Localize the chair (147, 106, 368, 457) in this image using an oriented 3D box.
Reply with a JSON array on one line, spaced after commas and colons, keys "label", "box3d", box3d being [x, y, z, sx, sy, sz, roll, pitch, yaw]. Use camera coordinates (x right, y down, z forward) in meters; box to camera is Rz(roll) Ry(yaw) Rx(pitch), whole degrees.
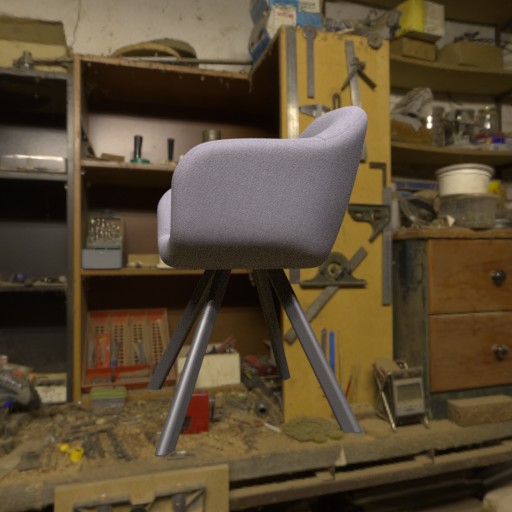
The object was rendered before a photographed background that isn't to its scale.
[{"label": "chair", "box3d": [0.000, 0.000, 1.184, 0.550, 0.795, 0.590, 0, 0, -16]}]
